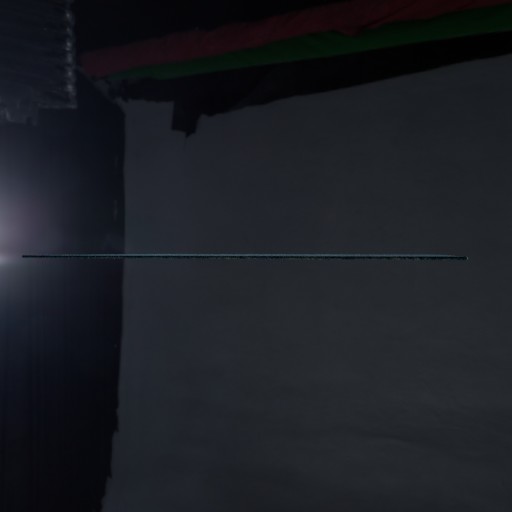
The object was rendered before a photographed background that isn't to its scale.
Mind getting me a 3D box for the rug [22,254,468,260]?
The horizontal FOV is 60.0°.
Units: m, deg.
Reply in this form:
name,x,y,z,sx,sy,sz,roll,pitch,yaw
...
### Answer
name,x,y,z,sx,sy,sz,roll,pitch,yaw
rug,0.000,0.000,2.831,2.277,0.015,1.490,0,1,19
